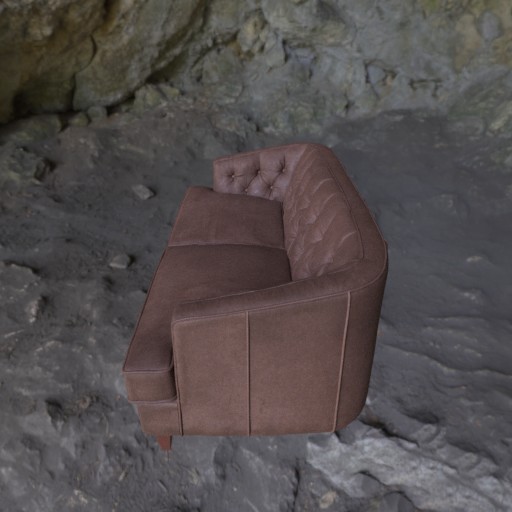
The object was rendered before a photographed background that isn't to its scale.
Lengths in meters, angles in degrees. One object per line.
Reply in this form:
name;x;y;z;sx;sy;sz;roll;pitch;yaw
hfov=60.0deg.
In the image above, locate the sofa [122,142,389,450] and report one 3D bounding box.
sofa;0.000;0.000;2.203;0.917;0.799;1.767;0;28;0
